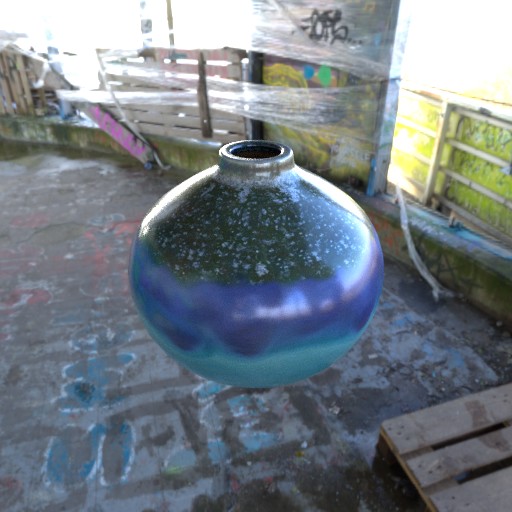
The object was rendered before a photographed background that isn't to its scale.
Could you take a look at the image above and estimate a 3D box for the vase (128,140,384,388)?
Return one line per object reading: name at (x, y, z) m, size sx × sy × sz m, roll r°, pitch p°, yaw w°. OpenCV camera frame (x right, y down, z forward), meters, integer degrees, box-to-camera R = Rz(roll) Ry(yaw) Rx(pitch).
vase at (0.000, 0.000, 0.273) m, size 0.154 × 0.133 × 0.154 m, roll 0°, pitch 31°, yaw 0°
